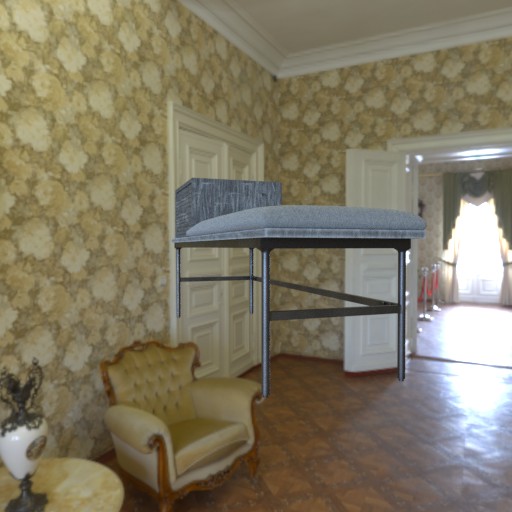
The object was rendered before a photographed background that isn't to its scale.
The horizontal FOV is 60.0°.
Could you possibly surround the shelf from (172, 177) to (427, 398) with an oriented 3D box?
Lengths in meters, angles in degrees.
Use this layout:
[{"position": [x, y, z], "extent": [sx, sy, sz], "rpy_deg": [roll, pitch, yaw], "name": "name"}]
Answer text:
[{"position": [0.000, 0.000, 1.670], "extent": [0.457, 0.633, 1.342], "rpy_deg": [0, 1, -19], "name": "shelf"}]
